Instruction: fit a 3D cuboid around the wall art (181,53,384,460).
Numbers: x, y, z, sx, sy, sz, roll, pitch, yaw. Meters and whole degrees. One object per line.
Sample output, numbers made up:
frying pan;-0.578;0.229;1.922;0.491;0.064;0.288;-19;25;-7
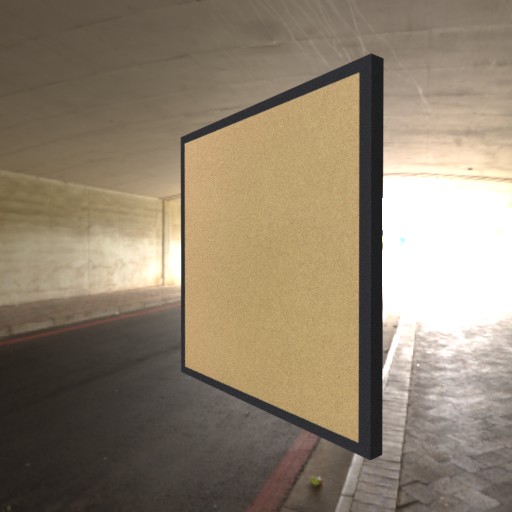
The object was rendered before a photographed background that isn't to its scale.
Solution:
wall art;0.000;0.000;1.143;0.037;0.760;0.762;0;1;-37
